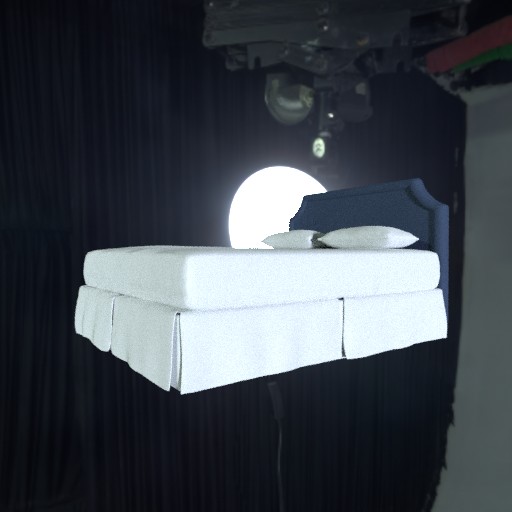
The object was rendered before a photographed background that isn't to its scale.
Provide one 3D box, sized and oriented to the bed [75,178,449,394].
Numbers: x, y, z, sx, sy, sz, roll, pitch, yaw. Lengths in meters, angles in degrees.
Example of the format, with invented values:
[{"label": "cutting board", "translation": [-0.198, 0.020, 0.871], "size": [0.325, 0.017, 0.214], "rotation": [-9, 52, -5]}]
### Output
[{"label": "bed", "translation": [0.000, 0.000, 4.133], "size": [2.773, 1.488, 2.350], "rotation": [-1, 1, -35]}]
